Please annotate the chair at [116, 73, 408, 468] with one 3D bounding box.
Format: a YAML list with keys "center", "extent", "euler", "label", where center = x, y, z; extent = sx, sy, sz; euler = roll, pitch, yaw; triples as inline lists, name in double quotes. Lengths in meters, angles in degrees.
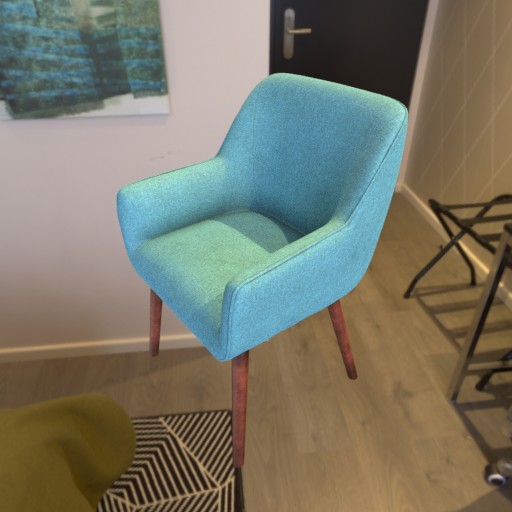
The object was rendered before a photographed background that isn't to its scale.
- center: [0.000, 0.000, 1.160]
  extent: [0.519, 0.803, 0.543]
  euler: [-22, 39, -30]
  label: "chair"
